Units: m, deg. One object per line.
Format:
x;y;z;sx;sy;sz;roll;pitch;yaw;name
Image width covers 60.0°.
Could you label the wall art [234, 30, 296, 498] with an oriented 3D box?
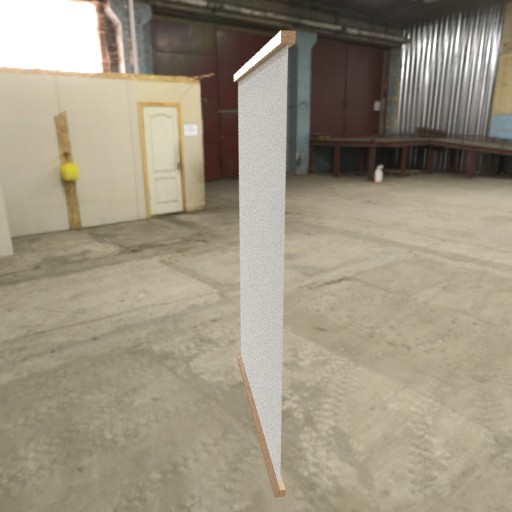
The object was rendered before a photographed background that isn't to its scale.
0.000;0.000;0.746;0.016;0.611;0.401;-3;16;-10;wall art
